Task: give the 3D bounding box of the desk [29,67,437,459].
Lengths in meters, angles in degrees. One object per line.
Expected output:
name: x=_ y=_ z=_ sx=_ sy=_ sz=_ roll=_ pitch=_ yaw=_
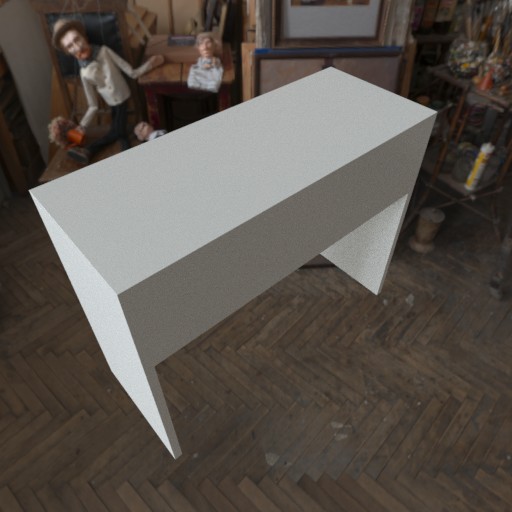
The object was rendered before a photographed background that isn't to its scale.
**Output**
desk: x=0.000 y=0.000 z=1.399 sx=1.000 sy=0.790 sz=0.400 roll=-32 pitch=54 yaw=-27
